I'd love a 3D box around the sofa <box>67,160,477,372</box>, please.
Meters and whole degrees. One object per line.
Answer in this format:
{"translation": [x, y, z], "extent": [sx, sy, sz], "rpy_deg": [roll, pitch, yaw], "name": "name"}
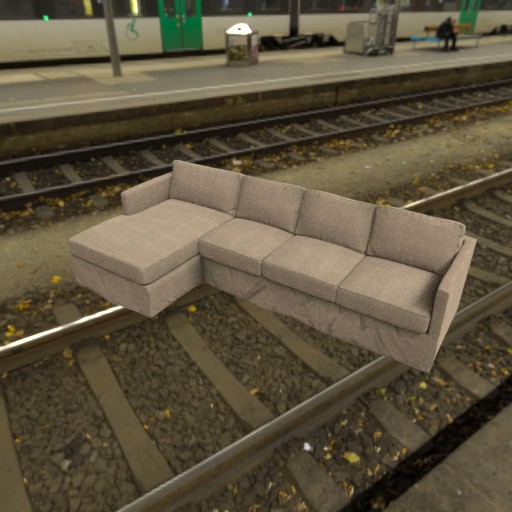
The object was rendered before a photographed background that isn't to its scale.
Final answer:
{"translation": [0.000, 0.000, 3.875], "extent": [3.205, 0.922, 1.650], "rpy_deg": [18, 35, 29], "name": "sofa"}
